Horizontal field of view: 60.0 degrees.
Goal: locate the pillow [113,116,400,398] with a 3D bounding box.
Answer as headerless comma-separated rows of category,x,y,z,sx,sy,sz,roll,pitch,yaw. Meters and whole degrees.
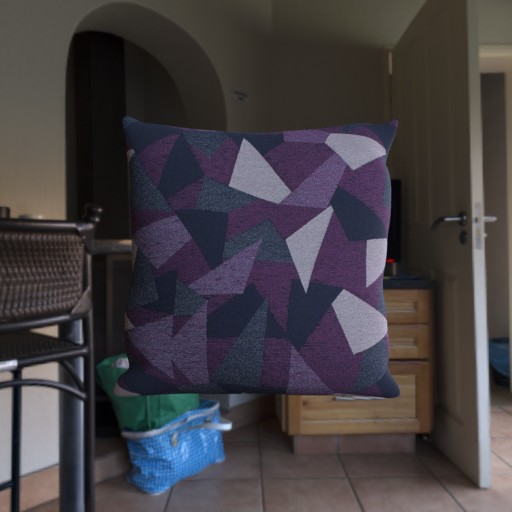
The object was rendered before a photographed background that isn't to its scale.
pillow,0.000,0.000,0.776,0.503,0.496,0.208,0,-1,1
